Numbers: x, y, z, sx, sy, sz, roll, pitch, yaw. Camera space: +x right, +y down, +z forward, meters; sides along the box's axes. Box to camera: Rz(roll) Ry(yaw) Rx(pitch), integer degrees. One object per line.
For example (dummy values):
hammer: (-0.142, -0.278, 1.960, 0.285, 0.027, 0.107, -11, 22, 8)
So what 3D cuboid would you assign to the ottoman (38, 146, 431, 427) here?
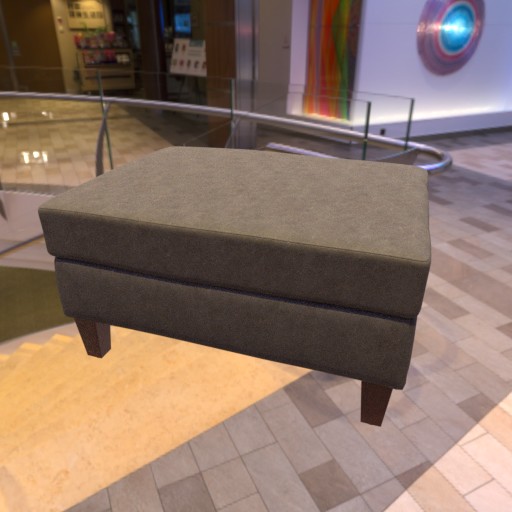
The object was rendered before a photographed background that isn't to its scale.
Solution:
ottoman: (0.000, 0.000, 1.217, 0.839, 0.464, 0.639, 9, 28, 16)
